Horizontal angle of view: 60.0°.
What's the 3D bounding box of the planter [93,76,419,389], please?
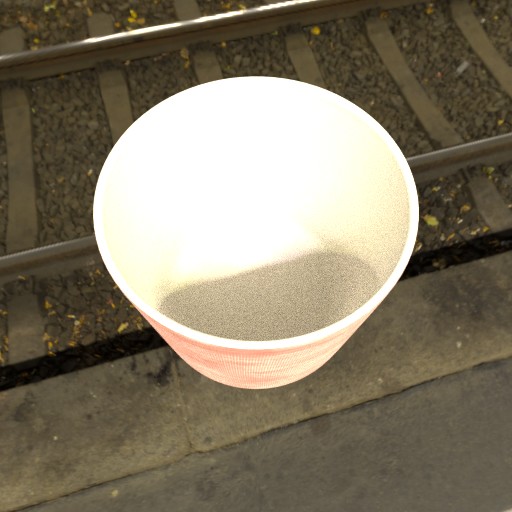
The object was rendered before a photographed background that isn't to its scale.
[{"bbox_3d":[0.000,0.000,0.783,0.440,0.398,0.440,0,63,0],"label":"planter"}]
